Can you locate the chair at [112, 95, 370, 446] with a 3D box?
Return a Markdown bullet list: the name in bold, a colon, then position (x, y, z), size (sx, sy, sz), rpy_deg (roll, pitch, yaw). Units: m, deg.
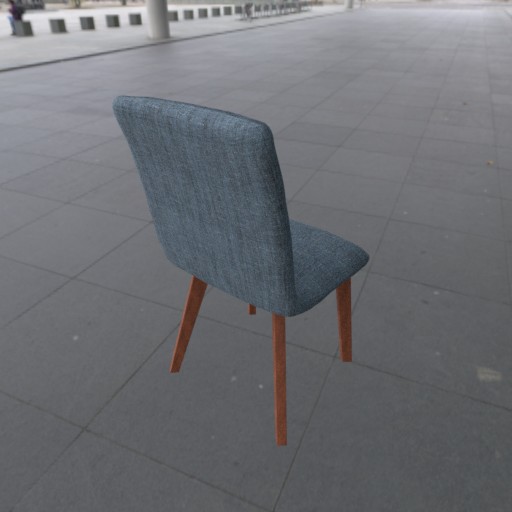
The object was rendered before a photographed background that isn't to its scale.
- **chair**: position (0.000, 0.000, 1.339), size (0.522, 0.974, 0.563), rpy_deg (22, 38, 32)
